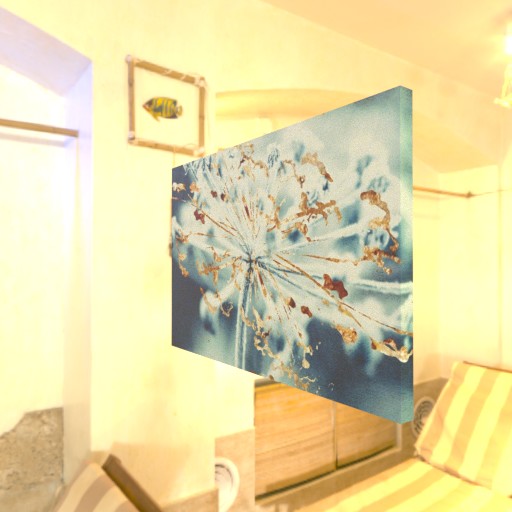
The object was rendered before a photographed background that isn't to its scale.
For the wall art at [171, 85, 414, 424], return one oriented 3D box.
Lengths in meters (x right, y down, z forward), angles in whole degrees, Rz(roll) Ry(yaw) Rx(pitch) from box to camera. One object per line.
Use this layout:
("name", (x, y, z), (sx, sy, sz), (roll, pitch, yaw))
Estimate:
("wall art", (0.000, 0.000, 1.170), (0.038, 0.608, 0.912), (0, -1, -37))
